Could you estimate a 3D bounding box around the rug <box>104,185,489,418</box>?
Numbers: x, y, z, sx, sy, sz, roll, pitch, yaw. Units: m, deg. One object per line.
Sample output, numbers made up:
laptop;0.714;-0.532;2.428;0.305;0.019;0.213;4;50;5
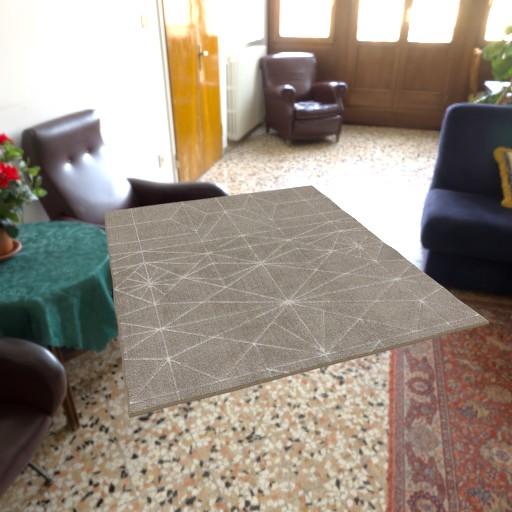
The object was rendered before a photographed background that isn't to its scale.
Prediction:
rug;0.000;0.000;0.872;0.548;0.006;0.639;-10;31;-17
